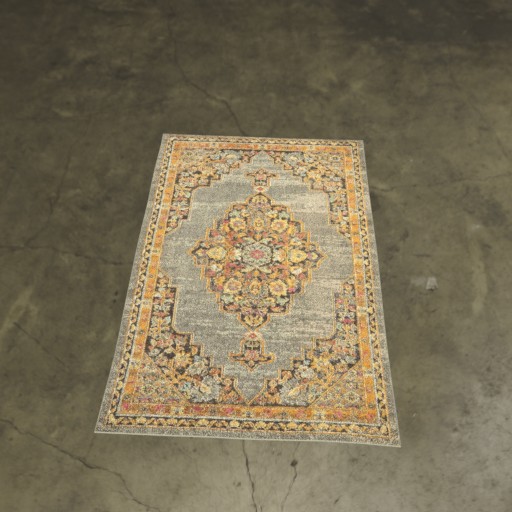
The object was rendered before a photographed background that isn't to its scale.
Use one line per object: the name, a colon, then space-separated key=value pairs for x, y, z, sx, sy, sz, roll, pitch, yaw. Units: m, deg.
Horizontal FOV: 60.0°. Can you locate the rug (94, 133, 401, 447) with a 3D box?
rug: x=0.000 y=0.000 z=3.928 sx=2.158 sy=0.024 sz=3.063 roll=2 pitch=57 yaw=1
